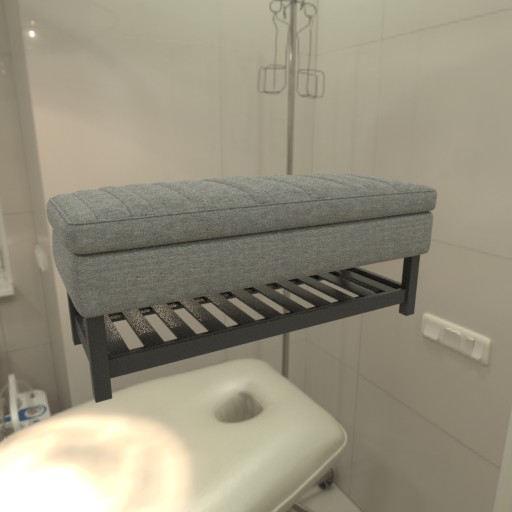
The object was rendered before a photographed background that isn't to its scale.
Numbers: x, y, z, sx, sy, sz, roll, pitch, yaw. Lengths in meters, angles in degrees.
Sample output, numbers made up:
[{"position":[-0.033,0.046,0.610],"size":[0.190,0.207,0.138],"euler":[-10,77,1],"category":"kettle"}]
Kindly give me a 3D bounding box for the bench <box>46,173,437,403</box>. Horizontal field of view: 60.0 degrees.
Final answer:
[{"position":[0.000,0.000,1.347],"size":[1.100,0.470,0.429],"euler":[-9,18,-28],"category":"bench"}]
